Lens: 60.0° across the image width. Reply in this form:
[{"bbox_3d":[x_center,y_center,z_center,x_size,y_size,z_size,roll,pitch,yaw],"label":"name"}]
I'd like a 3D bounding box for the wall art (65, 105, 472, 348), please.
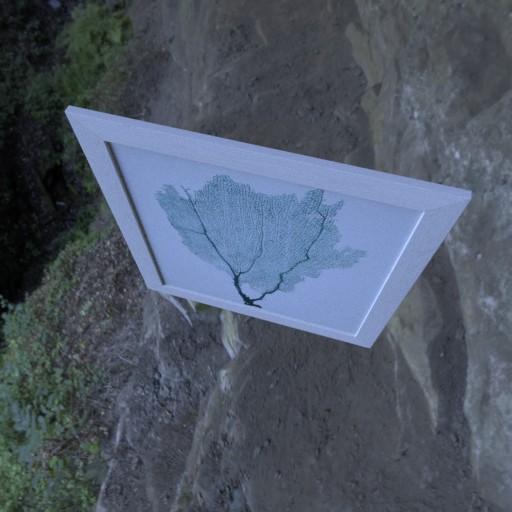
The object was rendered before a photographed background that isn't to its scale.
[{"bbox_3d":[0.000,0.000,0.852,0.572,0.577,0.015,14,61,8],"label":"wall art"}]
